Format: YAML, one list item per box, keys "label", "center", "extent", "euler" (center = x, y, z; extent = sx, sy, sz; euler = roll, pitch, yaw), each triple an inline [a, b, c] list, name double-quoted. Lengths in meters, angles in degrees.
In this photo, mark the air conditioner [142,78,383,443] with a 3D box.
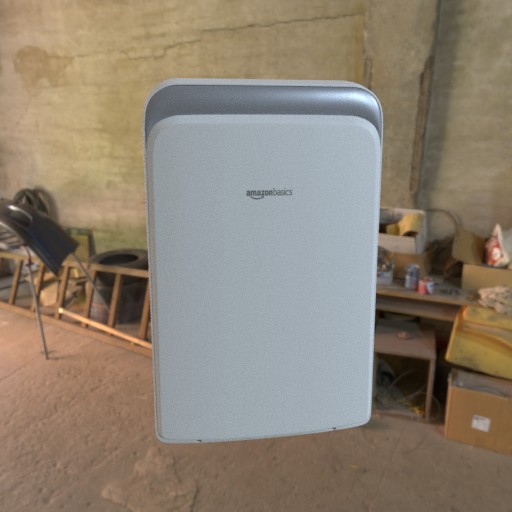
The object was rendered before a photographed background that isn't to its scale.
- label: "air conditioner"
  center: [0.000, 0.000, 0.935]
  extent: [0.454, 0.700, 0.365]
  euler: [-2, 16, -8]
